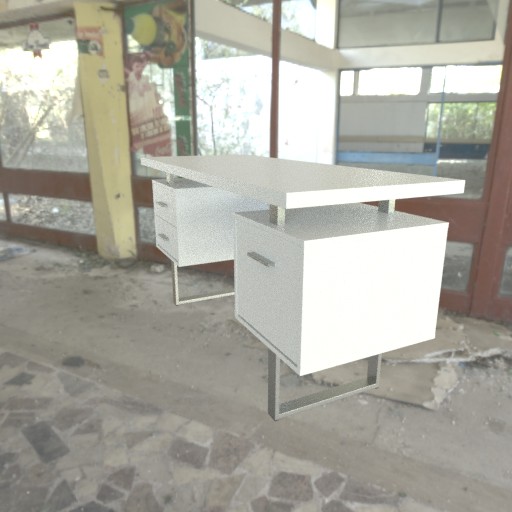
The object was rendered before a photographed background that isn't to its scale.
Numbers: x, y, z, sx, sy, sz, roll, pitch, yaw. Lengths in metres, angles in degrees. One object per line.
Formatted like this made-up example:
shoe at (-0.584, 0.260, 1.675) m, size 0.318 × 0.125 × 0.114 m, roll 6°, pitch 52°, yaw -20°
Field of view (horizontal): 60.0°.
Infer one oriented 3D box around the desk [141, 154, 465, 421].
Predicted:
desk at (0.000, 0.000, 1.925) m, size 0.603 × 0.773 × 1.530 m, roll -8°, pitch 18°, yaw -25°
